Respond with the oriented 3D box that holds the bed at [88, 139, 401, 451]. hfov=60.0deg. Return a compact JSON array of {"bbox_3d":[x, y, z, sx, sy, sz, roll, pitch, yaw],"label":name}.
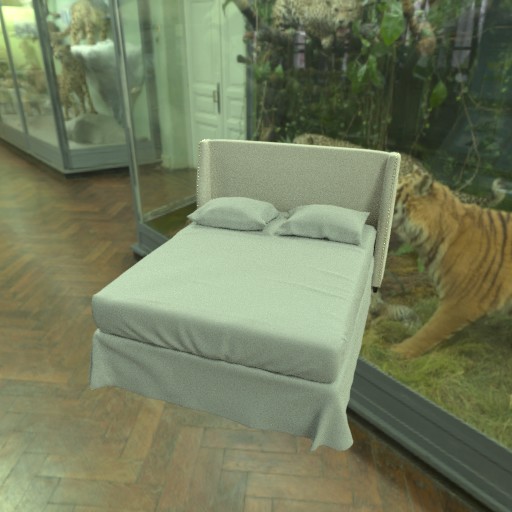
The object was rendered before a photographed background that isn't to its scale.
[{"bbox_3d":[0.000,0.000,3.497,1.925,1.332,2.276,9,27,17],"label":"bed"}]
